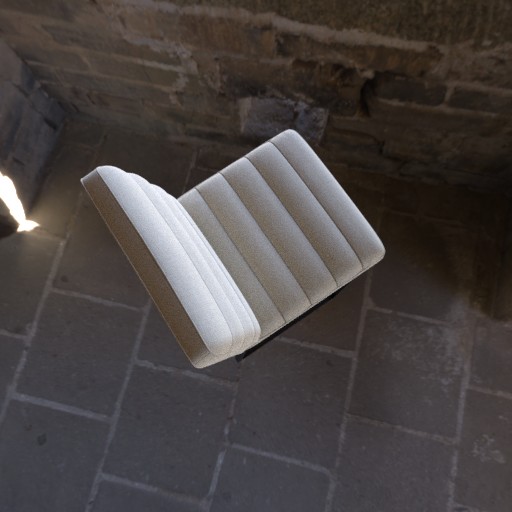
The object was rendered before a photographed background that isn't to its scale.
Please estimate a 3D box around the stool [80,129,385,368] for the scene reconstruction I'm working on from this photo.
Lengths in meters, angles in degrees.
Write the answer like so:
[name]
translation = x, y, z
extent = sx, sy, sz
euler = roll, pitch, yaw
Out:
[stool]
translation = 0.000, 0.000, 1.363
extent = 0.560, 1.040, 0.460
euler = -33, 78, -8
